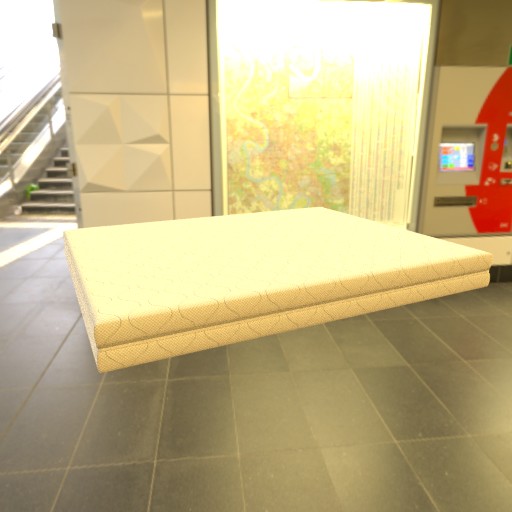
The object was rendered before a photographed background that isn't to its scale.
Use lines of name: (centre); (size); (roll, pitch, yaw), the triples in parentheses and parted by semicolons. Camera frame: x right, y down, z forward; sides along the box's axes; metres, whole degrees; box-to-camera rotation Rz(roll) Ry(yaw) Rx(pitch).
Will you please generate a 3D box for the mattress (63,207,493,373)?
mattress: (0.000, 0.000, 2.614); (2.000, 0.200, 1.600); (-8, 18, -25)
